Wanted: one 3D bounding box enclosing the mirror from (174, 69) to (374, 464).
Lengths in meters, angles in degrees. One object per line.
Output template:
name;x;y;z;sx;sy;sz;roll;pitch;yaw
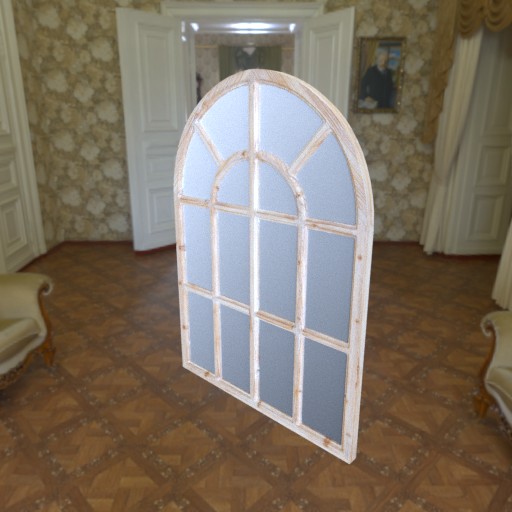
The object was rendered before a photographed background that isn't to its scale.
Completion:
mirror;0.000;0.000;1.180;0.660;0.920;0.032;15;22;41
